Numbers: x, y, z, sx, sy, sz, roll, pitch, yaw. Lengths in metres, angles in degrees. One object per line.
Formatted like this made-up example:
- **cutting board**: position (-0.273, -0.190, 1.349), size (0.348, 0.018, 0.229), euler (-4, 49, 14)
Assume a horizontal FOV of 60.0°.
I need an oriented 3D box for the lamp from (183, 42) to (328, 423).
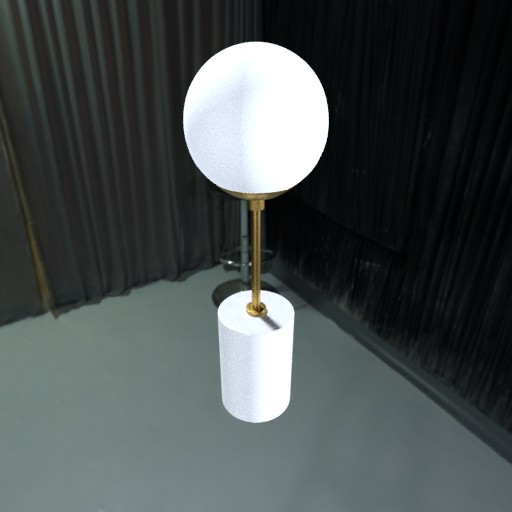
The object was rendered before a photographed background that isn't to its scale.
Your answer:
- **lamp**: position (0.000, 0.000, 0.552), size (0.153, 0.480, 0.153), euler (0, 29, 0)
